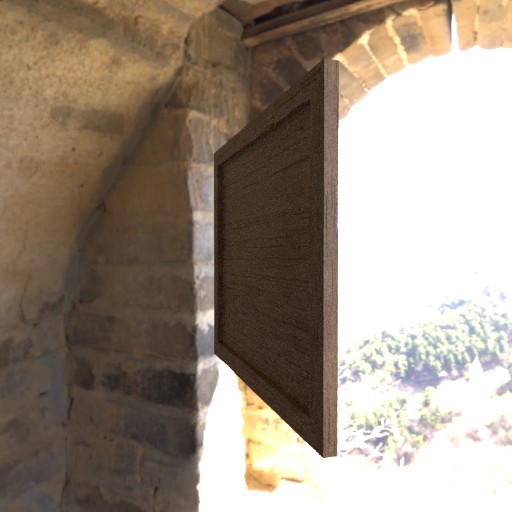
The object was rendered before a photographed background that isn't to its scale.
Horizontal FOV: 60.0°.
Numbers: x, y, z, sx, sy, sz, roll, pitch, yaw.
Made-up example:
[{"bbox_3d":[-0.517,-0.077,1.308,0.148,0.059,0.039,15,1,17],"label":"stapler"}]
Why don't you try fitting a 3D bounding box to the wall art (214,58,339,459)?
[{"bbox_3d":[0.000,0.000,0.980,0.026,0.588,0.690,0,1,-19],"label":"wall art"}]
